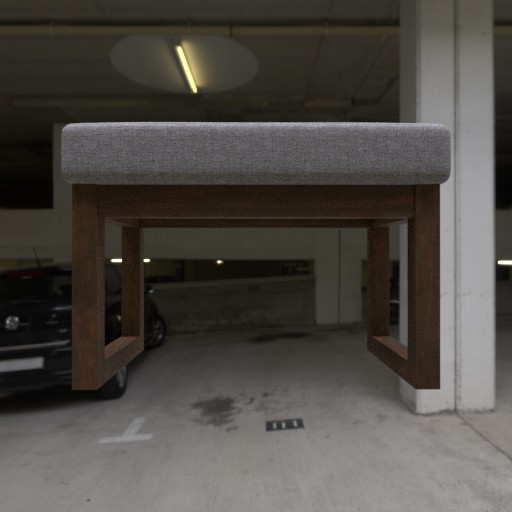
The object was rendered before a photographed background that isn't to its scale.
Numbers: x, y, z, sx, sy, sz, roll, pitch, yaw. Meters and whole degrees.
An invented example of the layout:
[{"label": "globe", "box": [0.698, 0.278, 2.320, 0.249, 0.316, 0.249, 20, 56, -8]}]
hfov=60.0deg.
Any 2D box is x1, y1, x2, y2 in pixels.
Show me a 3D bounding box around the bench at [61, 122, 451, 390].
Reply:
[{"label": "bench", "box": [0.000, 0.000, 0.939, 0.681, 0.467, 0.366, 0, 0, 0]}]
